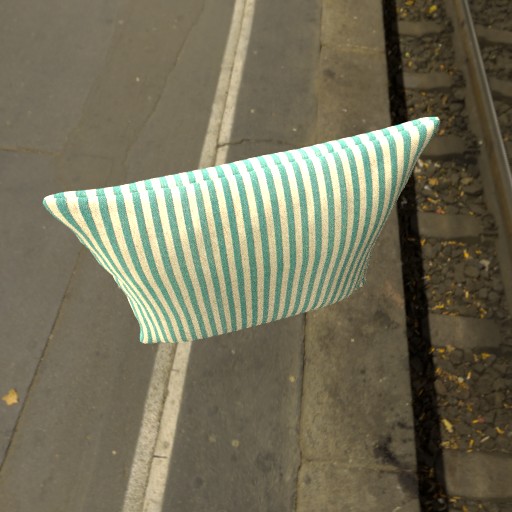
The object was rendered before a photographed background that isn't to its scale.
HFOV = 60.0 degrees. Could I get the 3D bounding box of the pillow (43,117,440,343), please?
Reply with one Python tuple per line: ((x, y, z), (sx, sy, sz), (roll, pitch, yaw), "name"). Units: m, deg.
((0.000, 0.000, 0.776), (0.523, 0.510, 0.166), (-14, 60, -8), "pillow")
